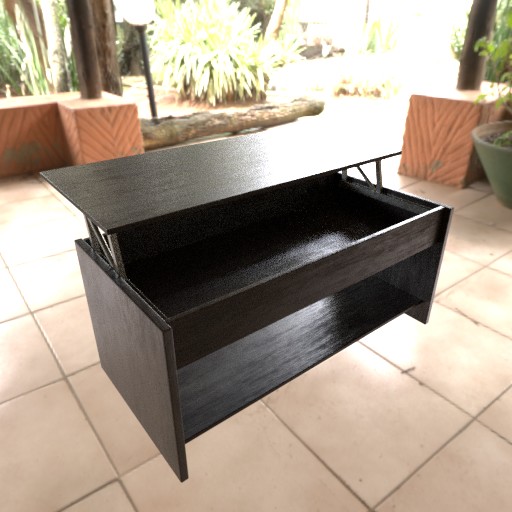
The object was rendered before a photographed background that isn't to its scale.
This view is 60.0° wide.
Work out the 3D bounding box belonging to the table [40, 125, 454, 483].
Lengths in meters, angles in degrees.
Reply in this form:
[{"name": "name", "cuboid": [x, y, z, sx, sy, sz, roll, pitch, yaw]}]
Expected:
[{"name": "table", "cuboid": [0.000, 0.000, 1.414, 1.000, 0.570, 0.712, -20, 34, -33]}]
